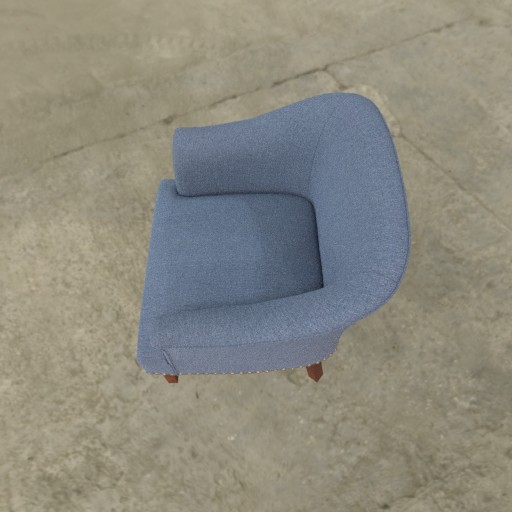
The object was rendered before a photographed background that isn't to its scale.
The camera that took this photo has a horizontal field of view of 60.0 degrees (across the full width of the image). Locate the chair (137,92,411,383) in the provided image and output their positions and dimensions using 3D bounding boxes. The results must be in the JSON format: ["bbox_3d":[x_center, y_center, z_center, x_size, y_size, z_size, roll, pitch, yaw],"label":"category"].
[{"bbox_3d":[0.000,0.000,1.416,0.704,0.815,0.772,-1,58,0],"label":"chair"}]
